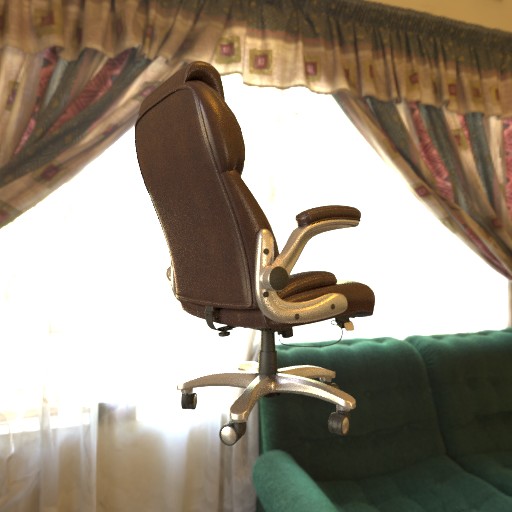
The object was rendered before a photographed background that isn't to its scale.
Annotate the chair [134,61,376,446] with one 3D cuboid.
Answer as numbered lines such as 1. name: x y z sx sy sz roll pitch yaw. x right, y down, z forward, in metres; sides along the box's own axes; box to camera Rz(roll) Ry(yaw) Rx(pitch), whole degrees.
1. chair: 0.000 0.000 1.633 0.774 1.160 0.733 1 -1 -35
